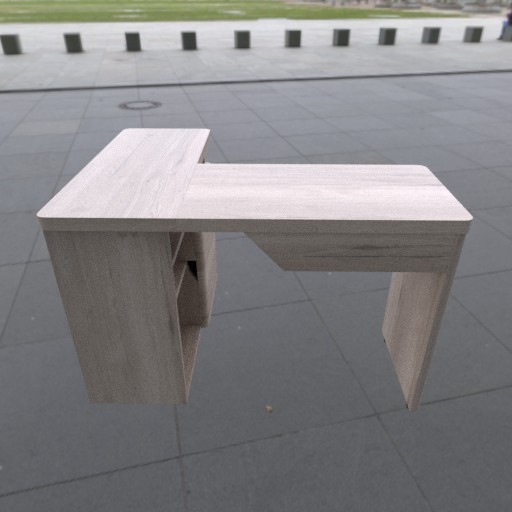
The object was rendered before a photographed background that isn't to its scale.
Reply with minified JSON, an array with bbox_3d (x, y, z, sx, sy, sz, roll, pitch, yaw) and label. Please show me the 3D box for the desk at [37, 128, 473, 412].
[{"bbox_3d":[0.000,0.000,1.748,1.169,0.760,0.900,1,31,1],"label":"desk"}]
